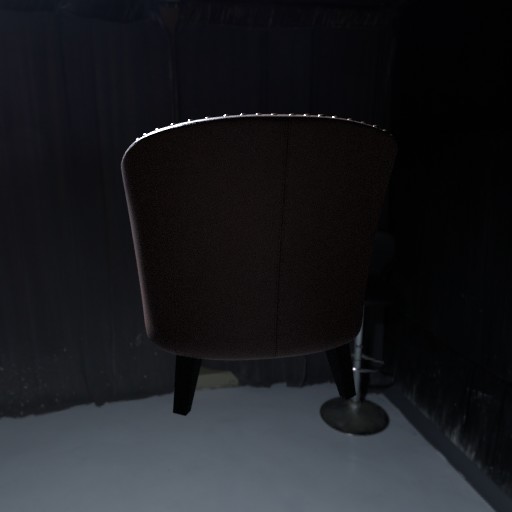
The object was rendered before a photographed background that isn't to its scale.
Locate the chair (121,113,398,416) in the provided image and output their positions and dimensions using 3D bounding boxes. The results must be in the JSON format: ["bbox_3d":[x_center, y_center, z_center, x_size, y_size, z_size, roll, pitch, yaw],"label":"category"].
[{"bbox_3d":[0.000,0.000,1.434,0.794,0.823,0.748,-2,13,-10],"label":"chair"}]
